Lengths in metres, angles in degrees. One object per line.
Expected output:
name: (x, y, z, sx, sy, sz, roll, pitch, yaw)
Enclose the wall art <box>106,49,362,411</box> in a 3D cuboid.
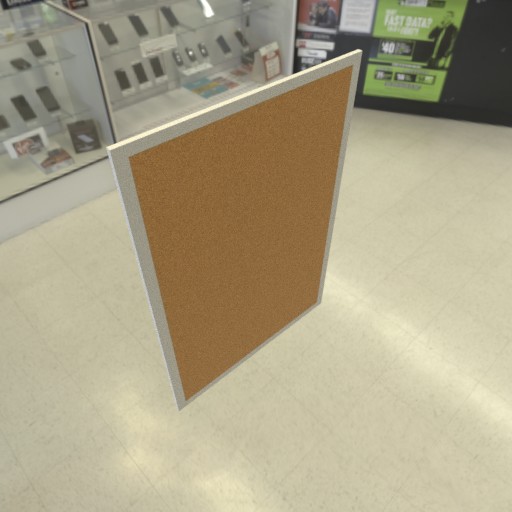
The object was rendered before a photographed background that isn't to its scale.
wall art: (0.000, 0.000, 1.224, 0.659, 0.940, 0.013, -32, 53, -28)
